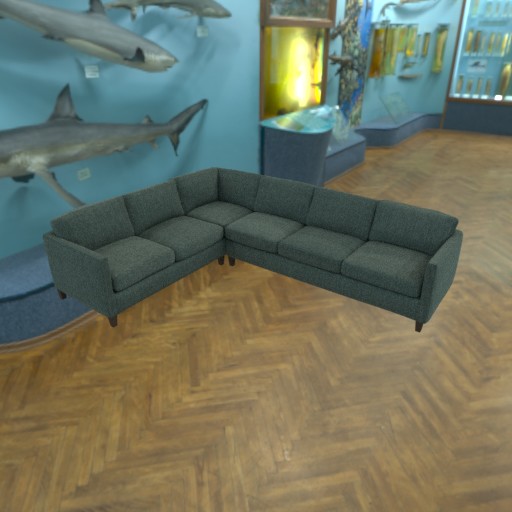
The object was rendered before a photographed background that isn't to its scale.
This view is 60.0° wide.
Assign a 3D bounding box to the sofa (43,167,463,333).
[{"bbox_3d":[0.000,0.000,4.425,3.302,0.947,2.593,18,32,32],"label":"sofa"}]
